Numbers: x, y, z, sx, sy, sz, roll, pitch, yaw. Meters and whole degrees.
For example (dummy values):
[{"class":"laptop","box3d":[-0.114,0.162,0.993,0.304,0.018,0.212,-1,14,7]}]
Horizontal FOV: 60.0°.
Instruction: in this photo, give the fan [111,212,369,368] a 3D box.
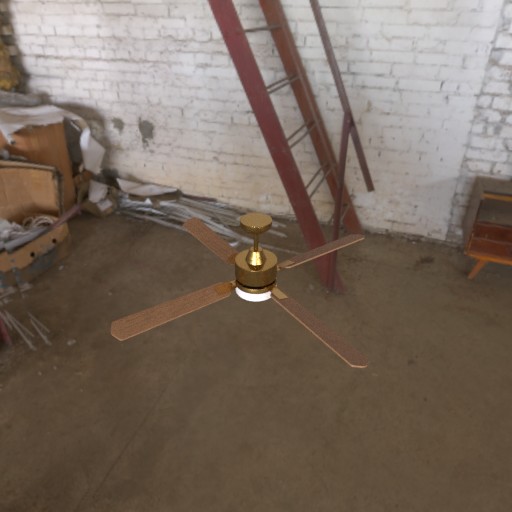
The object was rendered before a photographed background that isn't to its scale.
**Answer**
[{"class":"fan","box3d":[0.000,0.000,1.925,1.320,0.355,1.320,-20,37,-29]}]
